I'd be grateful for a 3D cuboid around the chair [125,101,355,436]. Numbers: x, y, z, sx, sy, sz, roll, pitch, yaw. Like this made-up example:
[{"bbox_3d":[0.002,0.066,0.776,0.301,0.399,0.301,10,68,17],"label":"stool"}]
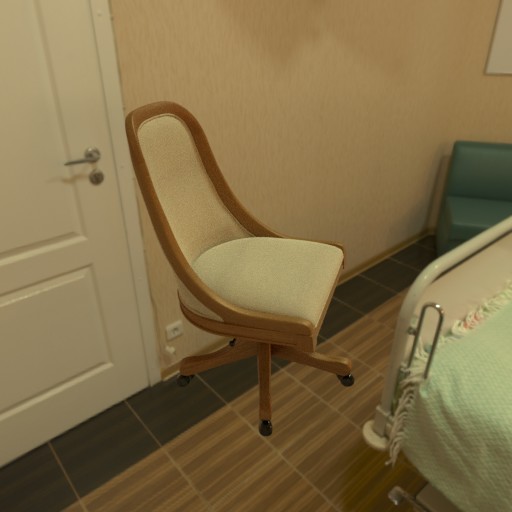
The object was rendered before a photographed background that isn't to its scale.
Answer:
[{"bbox_3d":[0.000,0.000,1.606,0.811,1.009,0.702,10,30,17],"label":"chair"}]
